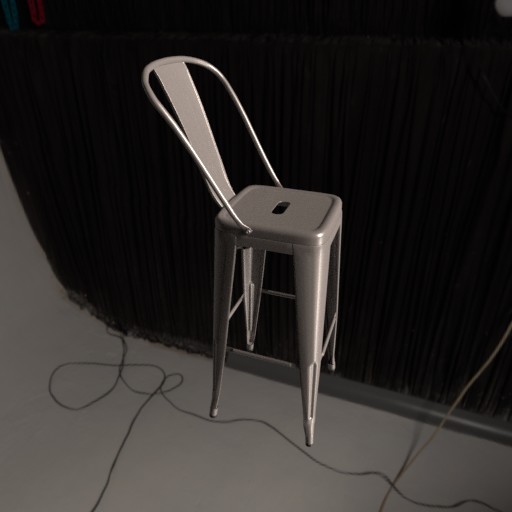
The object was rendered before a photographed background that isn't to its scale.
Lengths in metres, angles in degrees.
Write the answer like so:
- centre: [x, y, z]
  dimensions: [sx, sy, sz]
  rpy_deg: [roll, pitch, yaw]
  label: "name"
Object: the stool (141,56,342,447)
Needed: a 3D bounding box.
- centre: [0.000, 0.000, 1.354]
  dimensions: [0.513, 1.096, 0.399]
  rpy_deg: [10, 31, 17]
  label: "stool"
